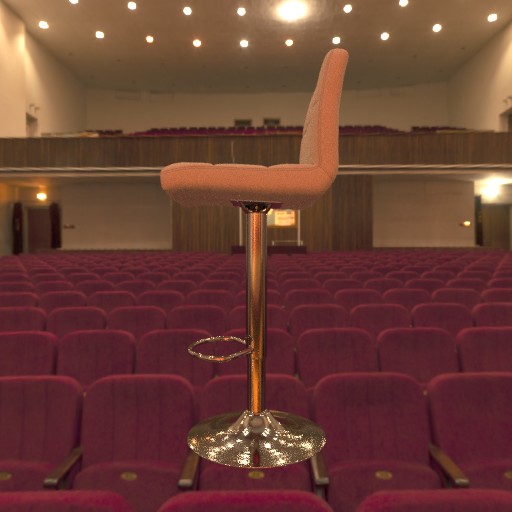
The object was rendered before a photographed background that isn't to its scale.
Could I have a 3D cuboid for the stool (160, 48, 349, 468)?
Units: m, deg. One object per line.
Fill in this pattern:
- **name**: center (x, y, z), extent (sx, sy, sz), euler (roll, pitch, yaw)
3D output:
- **stool**: center (0.000, 0.000, 1.365), extent (0.505, 1.115, 0.430), euler (0, 0, 1)
